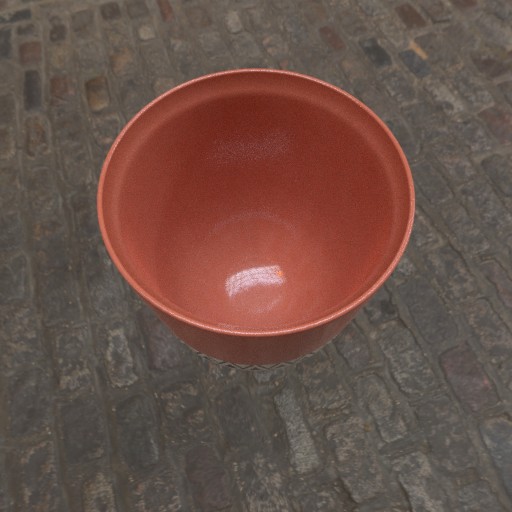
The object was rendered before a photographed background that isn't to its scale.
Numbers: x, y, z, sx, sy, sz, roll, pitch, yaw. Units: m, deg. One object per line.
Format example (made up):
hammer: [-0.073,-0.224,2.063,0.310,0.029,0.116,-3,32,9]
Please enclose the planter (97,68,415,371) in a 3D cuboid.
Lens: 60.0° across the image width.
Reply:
planter: [0.000,0.000,0.370,0.195,0.214,0.195,0,65,0]
